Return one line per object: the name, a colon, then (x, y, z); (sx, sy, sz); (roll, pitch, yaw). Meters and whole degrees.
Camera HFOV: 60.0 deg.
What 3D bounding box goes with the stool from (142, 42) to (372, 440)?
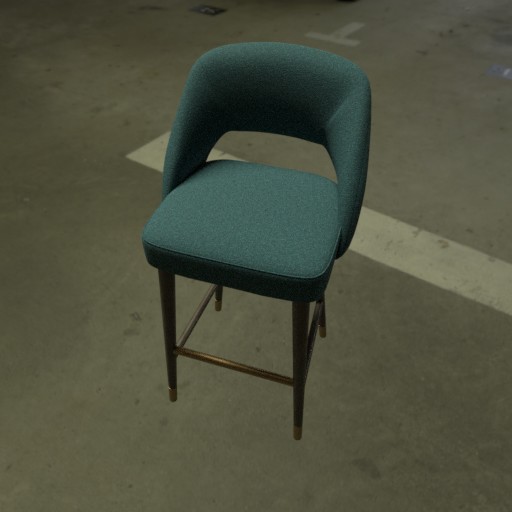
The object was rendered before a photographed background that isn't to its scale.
stool: (0.000, 0.000, 1.297); (0.536, 1.032, 0.522); (12, 45, 13)
